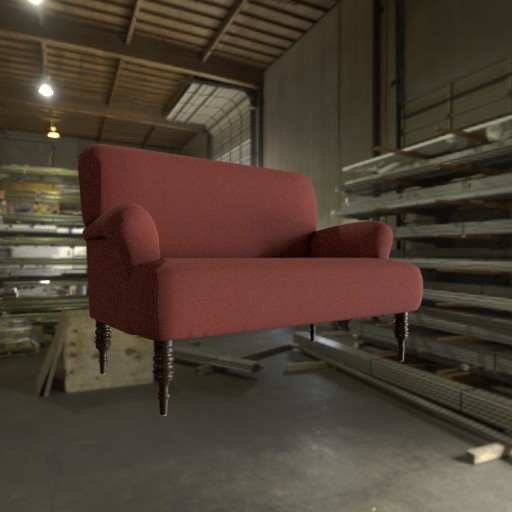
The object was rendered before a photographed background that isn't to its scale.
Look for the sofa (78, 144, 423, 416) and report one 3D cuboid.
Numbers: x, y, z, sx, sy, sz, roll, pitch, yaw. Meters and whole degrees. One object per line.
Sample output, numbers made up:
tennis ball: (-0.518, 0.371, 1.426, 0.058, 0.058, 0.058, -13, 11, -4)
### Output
sofa: (0.000, 0.000, 1.798, 1.297, 0.889, 0.779, 0, 0, -36)
